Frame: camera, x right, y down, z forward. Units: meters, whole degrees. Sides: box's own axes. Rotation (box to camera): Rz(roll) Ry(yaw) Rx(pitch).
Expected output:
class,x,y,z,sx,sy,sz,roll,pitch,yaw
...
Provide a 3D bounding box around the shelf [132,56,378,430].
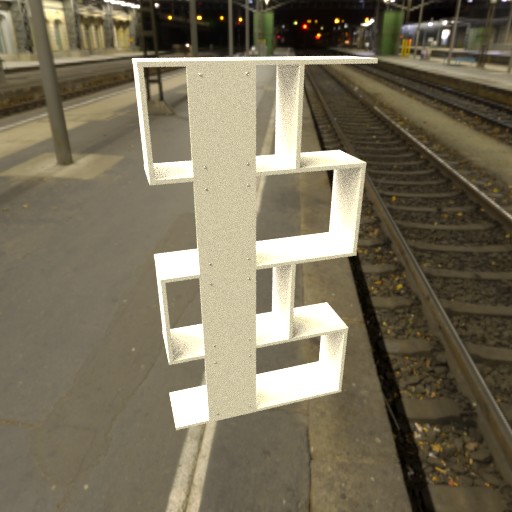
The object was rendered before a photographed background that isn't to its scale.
class,x,y,z,sx,sy,sz,roll,pitch,yaw
shelf,0.000,0.000,2.025,0.890,1.650,0.250,-8,27,-15
